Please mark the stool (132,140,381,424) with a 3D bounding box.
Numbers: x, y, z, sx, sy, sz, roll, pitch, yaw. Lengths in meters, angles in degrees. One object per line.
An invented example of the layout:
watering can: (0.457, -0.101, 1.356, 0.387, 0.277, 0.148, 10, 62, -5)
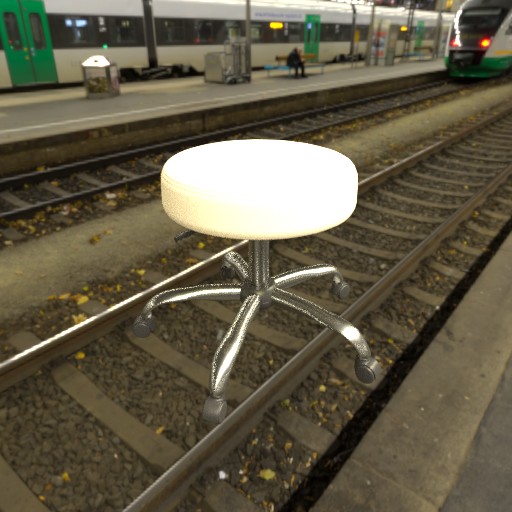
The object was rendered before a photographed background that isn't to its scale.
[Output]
stool: (0.000, 0.000, 1.046, 0.634, 0.482, 0.614, 8, 28, 16)
